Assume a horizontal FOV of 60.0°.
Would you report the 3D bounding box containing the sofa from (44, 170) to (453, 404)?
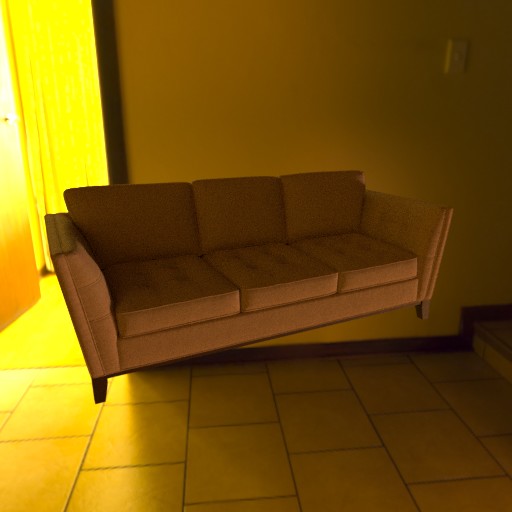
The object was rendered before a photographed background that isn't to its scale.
[{"bbox_3d":[0.000,0.000,2.853,2.388,0.940,0.965,-8,19,-25],"label":"sofa"}]
